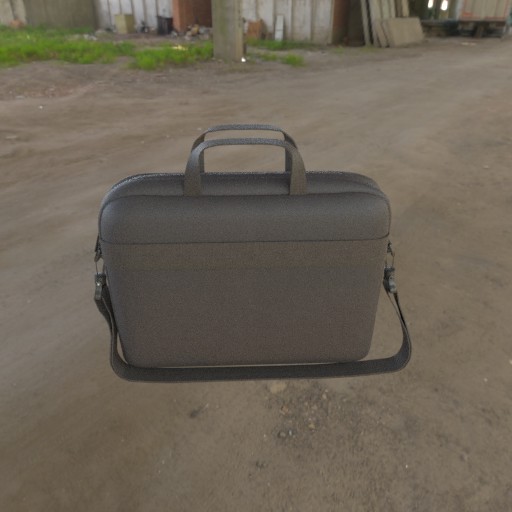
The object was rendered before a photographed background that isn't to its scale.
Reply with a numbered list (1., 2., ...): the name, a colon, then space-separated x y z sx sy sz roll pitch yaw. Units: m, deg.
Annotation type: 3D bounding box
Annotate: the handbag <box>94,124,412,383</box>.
1. handbag: 0.000 0.000 0.589 0.429 0.330 0.126 -1 30 -2
